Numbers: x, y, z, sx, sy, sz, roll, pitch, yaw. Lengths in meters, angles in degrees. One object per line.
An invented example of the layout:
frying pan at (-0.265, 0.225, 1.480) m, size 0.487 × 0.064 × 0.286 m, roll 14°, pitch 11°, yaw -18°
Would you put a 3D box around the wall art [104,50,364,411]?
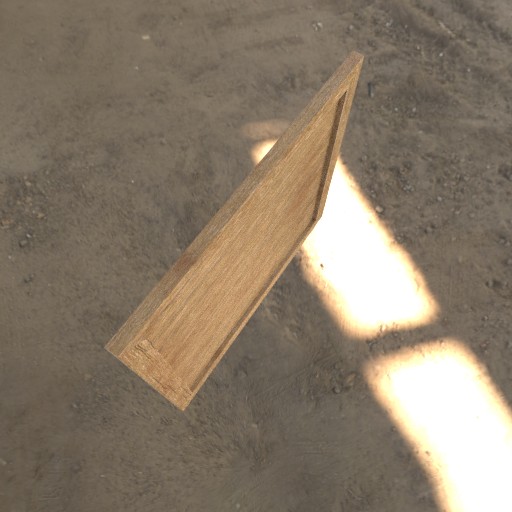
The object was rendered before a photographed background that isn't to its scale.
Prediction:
wall art at (0.000, 0.000, 0.979) m, size 0.026 × 0.588 × 0.690 m, roll 31°, pitch 68°, yaw 14°
